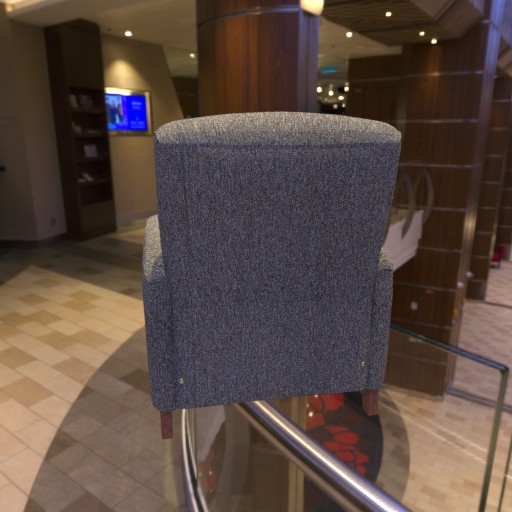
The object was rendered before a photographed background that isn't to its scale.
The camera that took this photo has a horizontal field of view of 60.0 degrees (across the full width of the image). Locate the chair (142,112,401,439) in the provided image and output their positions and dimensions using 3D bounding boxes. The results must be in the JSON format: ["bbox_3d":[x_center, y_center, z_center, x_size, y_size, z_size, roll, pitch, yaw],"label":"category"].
[{"bbox_3d":[0.000,0.000,1.694,0.848,1.014,0.864,-3,16,-10],"label":"chair"}]
